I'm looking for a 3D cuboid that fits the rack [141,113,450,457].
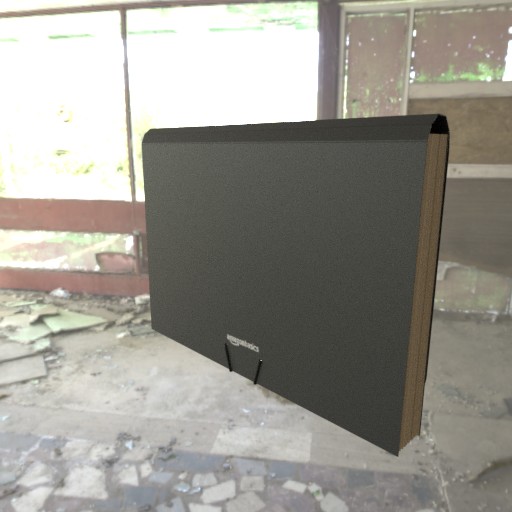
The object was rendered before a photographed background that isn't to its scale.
[{"bbox_3d":[0.000,0.000,0.420,0.041,0.241,0.330,-13,19,-43],"label":"rack"}]
